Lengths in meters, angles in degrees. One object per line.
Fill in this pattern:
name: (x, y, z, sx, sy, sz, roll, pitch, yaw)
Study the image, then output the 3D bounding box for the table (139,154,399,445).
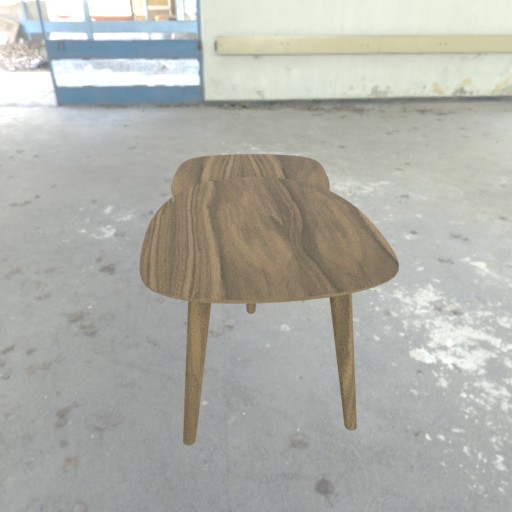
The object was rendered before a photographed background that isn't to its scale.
table: (0.000, 0.000, 1.334, 0.527, 0.429, 1.084, -1, 29, -3)
